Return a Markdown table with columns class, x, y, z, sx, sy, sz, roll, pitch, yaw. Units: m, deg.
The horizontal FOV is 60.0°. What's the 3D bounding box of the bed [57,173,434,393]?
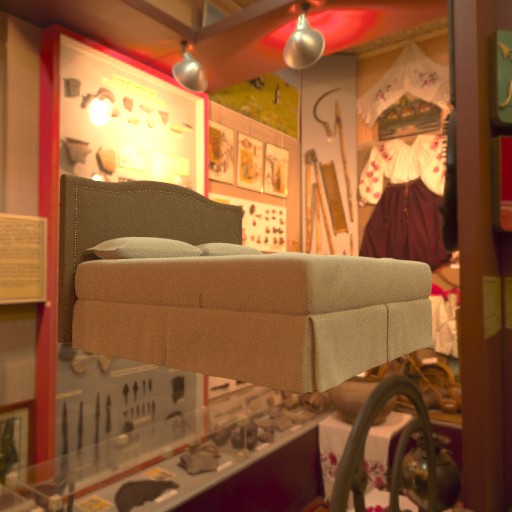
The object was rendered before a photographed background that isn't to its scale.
| class | x | y | z | sx | sy | sz | roll | pitch | yaw |
| --- | --- | --- | --- | --- | --- | --- | --- | --- | --- |
| bed | 0.000 | 0.000 | 3.496 | 2.182 | 1.421 | 2.083 | -2 | -3 | 38 |
